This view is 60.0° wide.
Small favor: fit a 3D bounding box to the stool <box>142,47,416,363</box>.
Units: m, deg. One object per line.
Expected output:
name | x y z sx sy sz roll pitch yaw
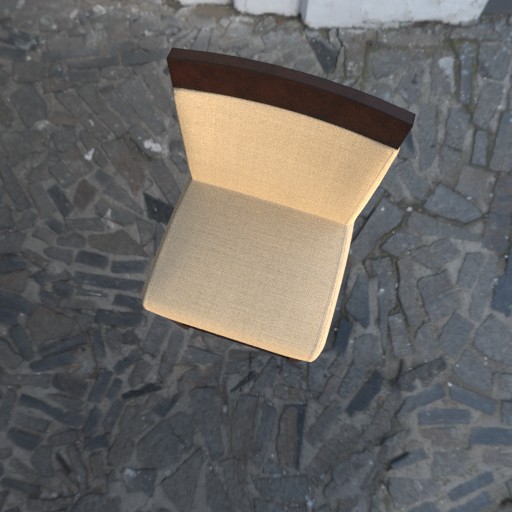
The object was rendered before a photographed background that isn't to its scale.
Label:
stool | 0.000 0.000 1.364 0.511 1.117 0.531 17 77 4
